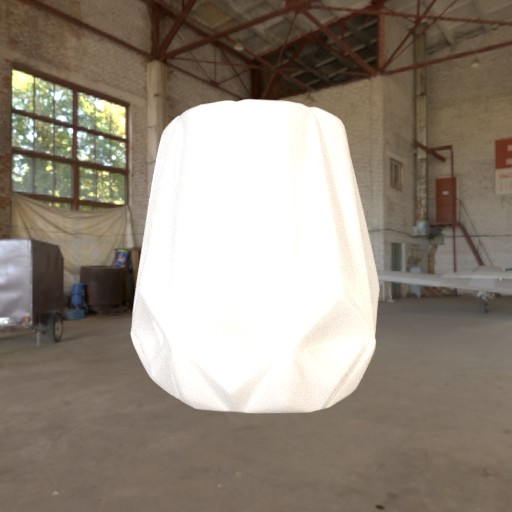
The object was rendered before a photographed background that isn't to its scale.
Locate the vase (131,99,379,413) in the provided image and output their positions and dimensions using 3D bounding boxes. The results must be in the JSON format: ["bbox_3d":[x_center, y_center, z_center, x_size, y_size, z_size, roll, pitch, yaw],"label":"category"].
[{"bbox_3d":[0.000,0.000,0.262,0.141,0.152,0.141,0,-1,0],"label":"vase"}]
